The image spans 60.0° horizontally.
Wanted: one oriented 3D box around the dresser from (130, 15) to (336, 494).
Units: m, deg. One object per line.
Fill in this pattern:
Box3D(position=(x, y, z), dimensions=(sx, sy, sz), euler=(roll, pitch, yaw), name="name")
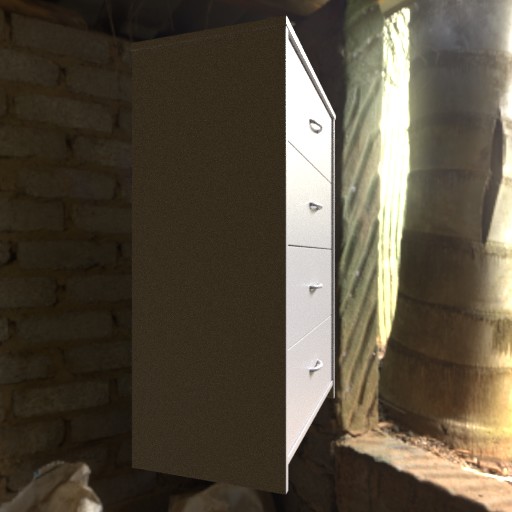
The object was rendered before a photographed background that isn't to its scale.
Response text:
Box3D(position=(0.000, 0.000, 1.333), dimensions=(0.401, 1.021, 0.704), euler=(0, 0, 19), name="dresser")
